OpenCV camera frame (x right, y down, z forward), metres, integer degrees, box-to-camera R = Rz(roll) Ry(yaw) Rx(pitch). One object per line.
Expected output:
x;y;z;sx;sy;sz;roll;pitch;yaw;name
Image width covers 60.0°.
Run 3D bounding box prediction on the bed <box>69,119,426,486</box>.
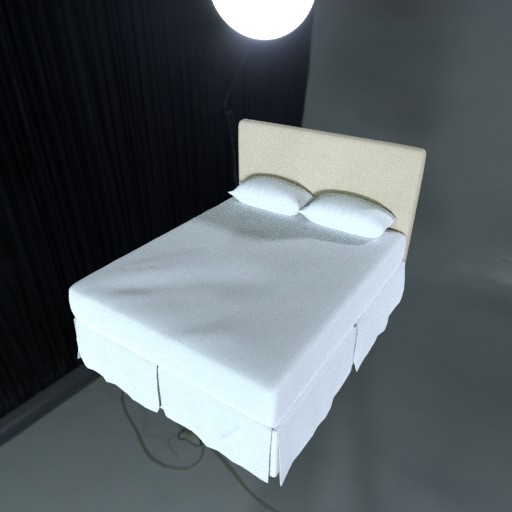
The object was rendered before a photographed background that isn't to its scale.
0.000;0.000;3.177;1.723;1.330;2.142;19;35;29;bed
